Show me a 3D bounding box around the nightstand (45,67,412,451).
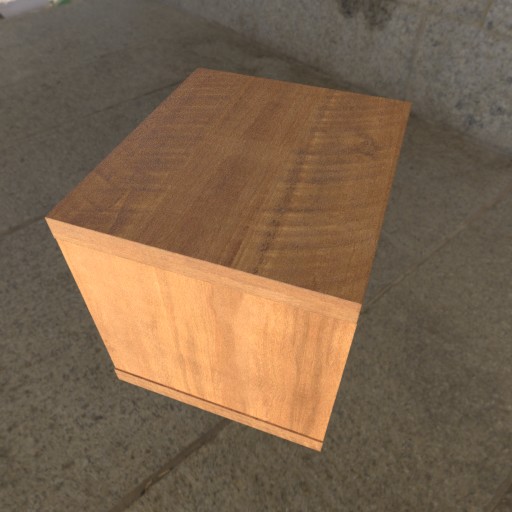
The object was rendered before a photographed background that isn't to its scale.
[{"bbox_3d":[0.000,0.000,0.885,0.436,0.491,0.493,15,49,13],"label":"nightstand"}]
